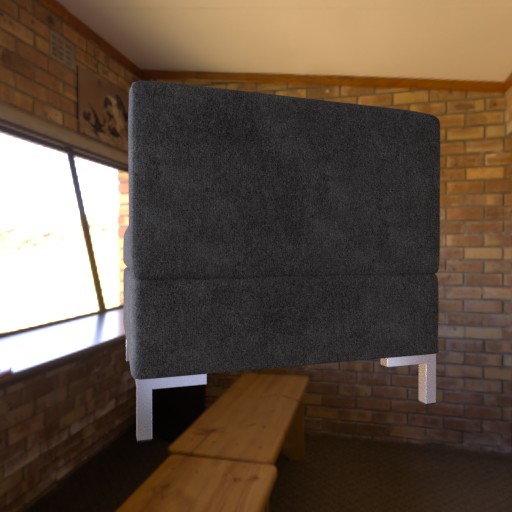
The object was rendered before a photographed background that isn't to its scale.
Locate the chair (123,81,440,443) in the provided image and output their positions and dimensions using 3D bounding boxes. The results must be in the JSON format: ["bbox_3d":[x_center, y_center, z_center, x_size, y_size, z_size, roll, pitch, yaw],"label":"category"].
[{"bbox_3d":[0.000,0.000,1.198,0.680,0.660,0.680,0,1,-18],"label":"chair"}]
